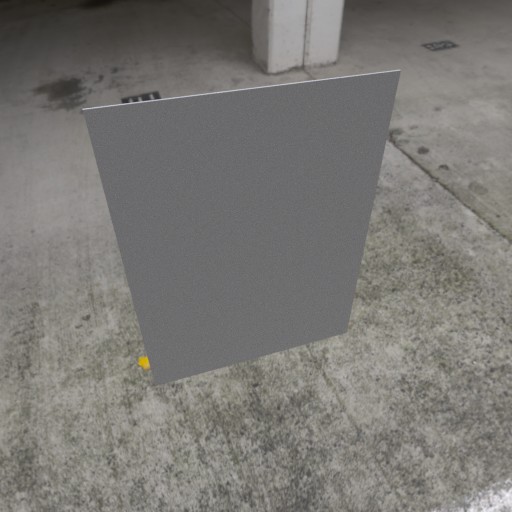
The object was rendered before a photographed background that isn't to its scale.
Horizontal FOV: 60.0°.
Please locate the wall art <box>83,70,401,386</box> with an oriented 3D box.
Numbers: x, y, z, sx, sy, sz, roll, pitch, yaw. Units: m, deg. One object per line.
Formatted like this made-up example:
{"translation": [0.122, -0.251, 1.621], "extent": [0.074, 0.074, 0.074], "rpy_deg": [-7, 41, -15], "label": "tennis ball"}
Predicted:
{"translation": [0.000, 0.000, 0.808], "extent": [0.457, 0.609, 0.003], "rpy_deg": [-12, 42, -14], "label": "wall art"}
